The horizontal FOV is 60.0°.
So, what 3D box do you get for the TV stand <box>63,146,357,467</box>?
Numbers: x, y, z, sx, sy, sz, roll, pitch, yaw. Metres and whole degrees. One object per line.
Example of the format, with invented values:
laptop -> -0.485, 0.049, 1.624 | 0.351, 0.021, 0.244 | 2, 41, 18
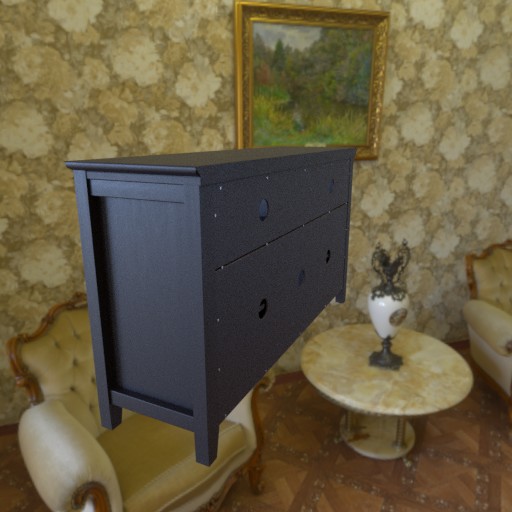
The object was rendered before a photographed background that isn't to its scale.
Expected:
TV stand -> 0.000, 0.000, 1.492 | 0.347, 0.681, 1.198 | 8, 17, 25
